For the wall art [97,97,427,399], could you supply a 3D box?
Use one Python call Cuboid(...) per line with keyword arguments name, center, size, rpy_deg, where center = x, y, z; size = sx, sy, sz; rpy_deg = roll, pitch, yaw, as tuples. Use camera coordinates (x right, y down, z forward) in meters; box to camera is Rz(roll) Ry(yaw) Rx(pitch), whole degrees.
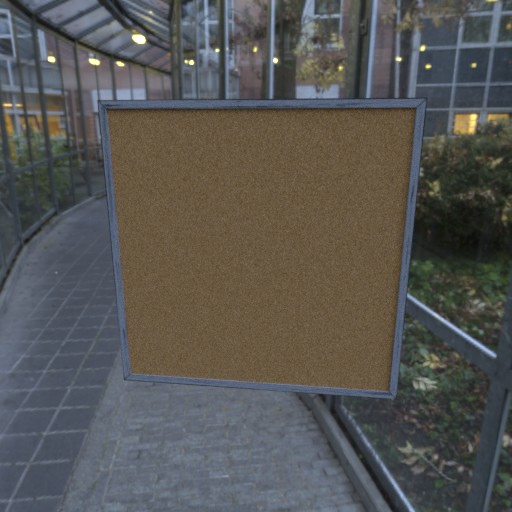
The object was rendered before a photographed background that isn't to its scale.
Cuboid(name="wall art", center=(0.000, 0.000, 1.140), size=(0.761, 0.761, 0.037), rpy_deg=(2, 16, 7))
